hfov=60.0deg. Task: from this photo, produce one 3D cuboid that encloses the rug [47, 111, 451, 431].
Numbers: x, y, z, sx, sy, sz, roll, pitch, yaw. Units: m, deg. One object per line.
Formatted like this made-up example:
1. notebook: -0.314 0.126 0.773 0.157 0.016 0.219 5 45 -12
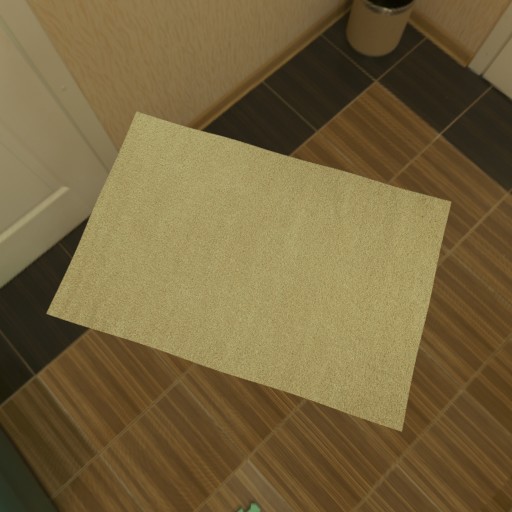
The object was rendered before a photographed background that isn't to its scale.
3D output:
1. rug: 0.000 0.000 3.424 2.699 0.025 1.800 17 75 5
